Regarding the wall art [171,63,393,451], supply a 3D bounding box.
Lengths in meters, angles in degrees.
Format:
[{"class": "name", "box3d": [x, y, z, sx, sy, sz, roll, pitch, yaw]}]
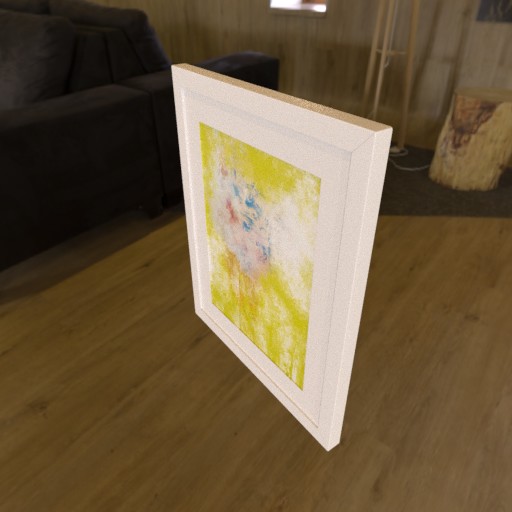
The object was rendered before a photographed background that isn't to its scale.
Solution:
[{"class": "wall art", "box3d": [0.000, 0.000, 0.768, 0.028, 0.556, 0.454, -22, 39, -30]}]
